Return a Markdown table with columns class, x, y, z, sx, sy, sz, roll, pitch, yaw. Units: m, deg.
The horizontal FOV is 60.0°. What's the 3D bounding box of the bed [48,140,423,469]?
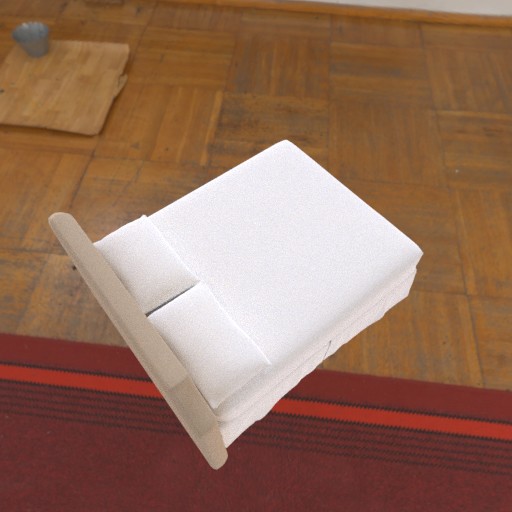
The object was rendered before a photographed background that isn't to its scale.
| class | x | y | z | sx | sy | sz | roll | pitch | yaw |
| --- | --- | --- | --- | --- | --- | --- | --- | --- | --- |
| bed | 0.000 | 0.000 | 3.349 | 2.204 | 1.301 | 1.828 | -34 | 63 | -20 |
